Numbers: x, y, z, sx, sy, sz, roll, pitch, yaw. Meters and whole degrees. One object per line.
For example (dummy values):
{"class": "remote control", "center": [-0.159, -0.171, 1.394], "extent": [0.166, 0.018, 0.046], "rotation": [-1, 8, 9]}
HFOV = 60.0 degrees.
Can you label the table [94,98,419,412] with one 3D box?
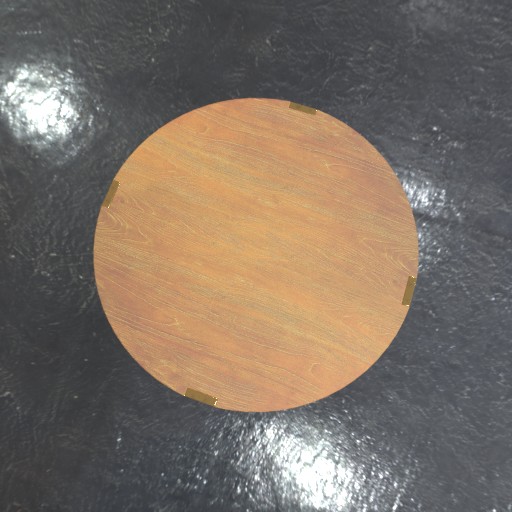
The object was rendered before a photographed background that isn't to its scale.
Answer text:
{"class": "table", "center": [0.000, 0.000, 1.713], "extent": [1.100, 0.420, 1.100], "rotation": [0, 76, 0]}
